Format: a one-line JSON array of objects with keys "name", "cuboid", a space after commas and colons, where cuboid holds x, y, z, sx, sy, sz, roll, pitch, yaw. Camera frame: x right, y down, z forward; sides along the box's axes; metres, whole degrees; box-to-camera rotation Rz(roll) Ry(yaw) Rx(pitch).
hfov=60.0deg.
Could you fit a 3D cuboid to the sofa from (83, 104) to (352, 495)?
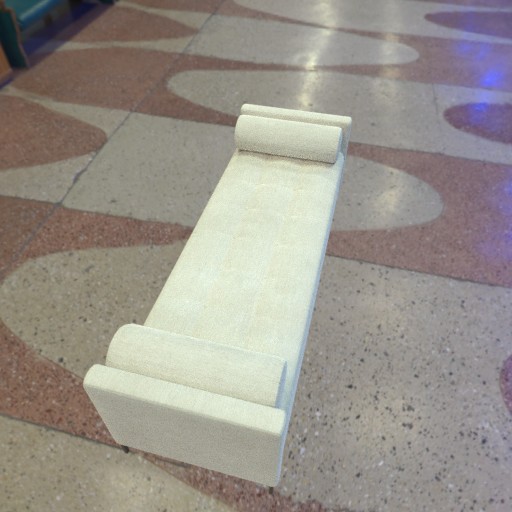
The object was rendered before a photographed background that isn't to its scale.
[{"name": "sofa", "cuboid": [0.000, 0.000, 2.276, 0.686, 0.635, 1.981, 11, 47, 10]}]
